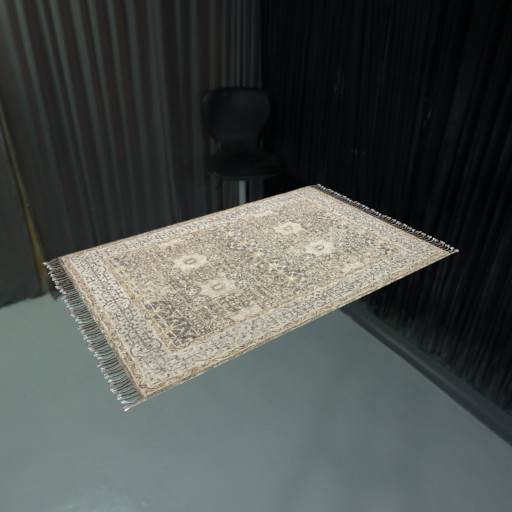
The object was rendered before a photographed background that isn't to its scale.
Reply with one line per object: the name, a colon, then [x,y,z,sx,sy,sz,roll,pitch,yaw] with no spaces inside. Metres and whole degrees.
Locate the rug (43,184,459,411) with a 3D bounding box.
rug: [0.000,0.000,2.516,2.029,0.010,1.237,-20,36,-29]
